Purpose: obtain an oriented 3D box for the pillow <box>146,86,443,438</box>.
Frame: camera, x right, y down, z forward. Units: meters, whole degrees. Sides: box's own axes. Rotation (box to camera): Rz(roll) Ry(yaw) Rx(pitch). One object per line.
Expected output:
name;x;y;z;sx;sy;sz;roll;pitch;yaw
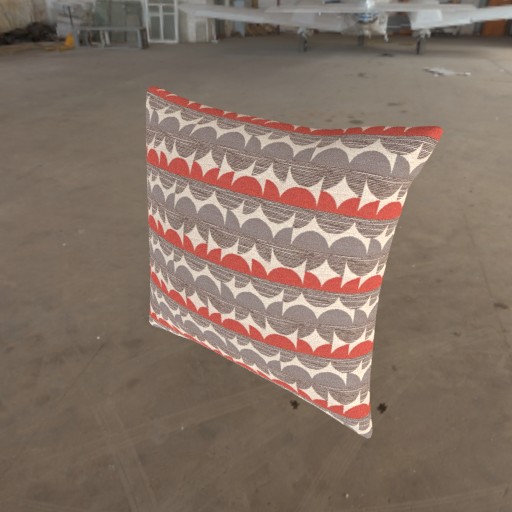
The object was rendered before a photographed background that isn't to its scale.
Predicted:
pillow;0.000;0.000;0.625;0.420;0.410;0.180;19;36;29
